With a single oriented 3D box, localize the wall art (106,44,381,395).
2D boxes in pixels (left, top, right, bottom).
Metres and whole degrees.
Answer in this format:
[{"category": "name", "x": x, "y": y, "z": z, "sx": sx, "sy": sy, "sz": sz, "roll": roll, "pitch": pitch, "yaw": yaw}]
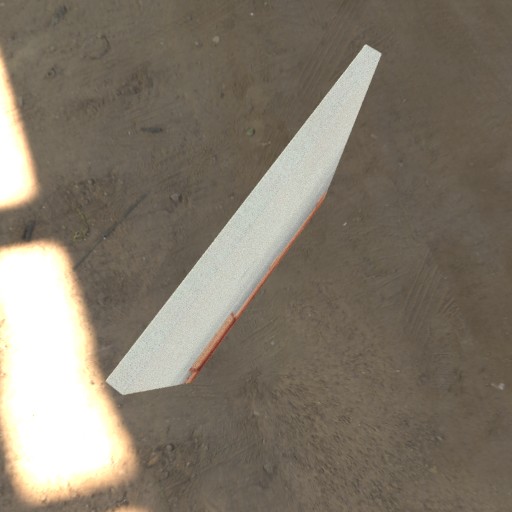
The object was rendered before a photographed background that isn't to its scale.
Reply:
[{"category": "wall art", "x": 0.000, "y": 0.000, "z": 0.603, "sx": 0.023, "sy": 0.405, "sz": 0.405, "roll": 35, "pitch": 78, "yaw": 8}]
